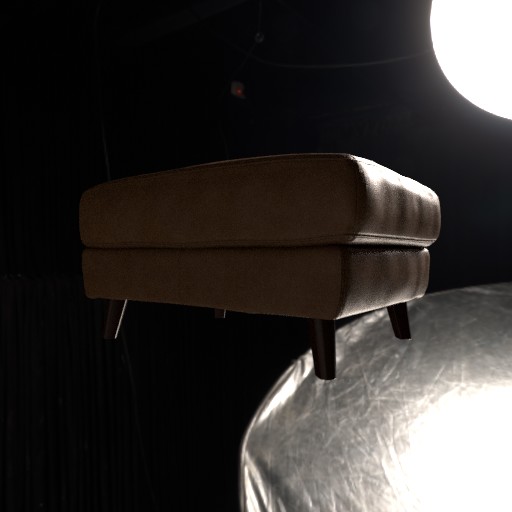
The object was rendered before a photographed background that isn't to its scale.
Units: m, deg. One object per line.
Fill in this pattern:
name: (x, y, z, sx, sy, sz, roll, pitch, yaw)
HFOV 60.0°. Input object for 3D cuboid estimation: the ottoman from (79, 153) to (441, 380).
ottoman: (0.000, 0.000, 1.240, 0.869, 0.461, 0.630, 0, 1, 36)
